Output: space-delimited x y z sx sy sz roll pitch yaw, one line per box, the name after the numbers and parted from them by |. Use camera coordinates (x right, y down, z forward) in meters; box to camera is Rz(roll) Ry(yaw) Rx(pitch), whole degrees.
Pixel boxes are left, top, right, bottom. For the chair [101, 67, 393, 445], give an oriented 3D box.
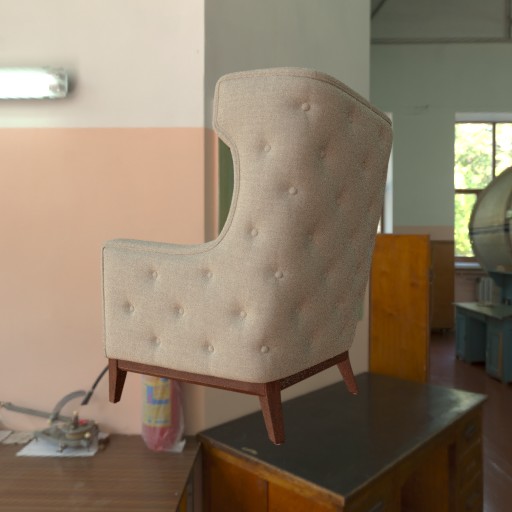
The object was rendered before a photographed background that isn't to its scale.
0.000 0.000 1.665 0.899 1.079 0.778 0 1 36 | chair
